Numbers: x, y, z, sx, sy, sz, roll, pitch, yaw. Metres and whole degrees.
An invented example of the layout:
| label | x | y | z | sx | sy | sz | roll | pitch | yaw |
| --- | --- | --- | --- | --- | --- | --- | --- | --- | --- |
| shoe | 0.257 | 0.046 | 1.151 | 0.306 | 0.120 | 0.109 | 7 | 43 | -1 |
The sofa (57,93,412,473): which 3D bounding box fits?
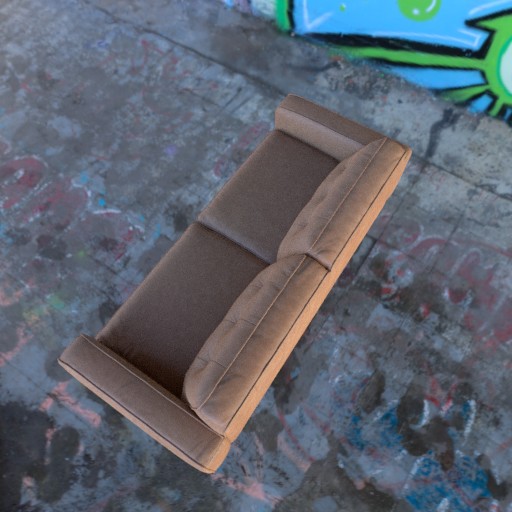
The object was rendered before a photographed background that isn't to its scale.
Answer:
| label | x | y | z | sx | sy | sz | roll | pitch | yaw |
| --- | --- | --- | --- | --- | --- | --- | --- | --- | --- |
| sofa | 0.000 | 0.000 | 2.685 | 0.953 | 0.780 | 2.270 | 30 | 67 | 15 |
